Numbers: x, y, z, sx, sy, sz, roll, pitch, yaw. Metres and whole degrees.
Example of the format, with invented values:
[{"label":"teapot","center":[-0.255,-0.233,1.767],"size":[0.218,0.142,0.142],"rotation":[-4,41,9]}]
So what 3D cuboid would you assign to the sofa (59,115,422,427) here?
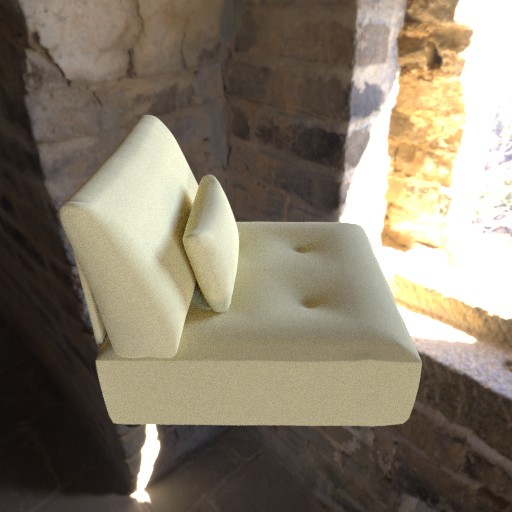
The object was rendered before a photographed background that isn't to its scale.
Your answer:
[{"label":"sofa","center":[0.000,0.000,1.649],"size":[1.000,0.820,0.930],"rotation":[0,31,0]}]
